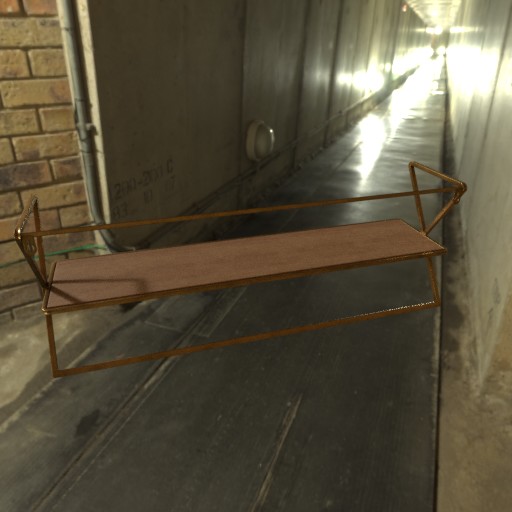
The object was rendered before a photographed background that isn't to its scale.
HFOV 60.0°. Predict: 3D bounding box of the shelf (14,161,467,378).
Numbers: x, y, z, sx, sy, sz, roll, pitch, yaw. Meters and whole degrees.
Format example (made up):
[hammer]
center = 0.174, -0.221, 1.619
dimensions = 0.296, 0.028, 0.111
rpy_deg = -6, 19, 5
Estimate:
[shelf]
center = 0.000, 0.000, 0.722
dimensions = 0.645, 0.229, 0.150
rpy_deg = -8, 28, -15
